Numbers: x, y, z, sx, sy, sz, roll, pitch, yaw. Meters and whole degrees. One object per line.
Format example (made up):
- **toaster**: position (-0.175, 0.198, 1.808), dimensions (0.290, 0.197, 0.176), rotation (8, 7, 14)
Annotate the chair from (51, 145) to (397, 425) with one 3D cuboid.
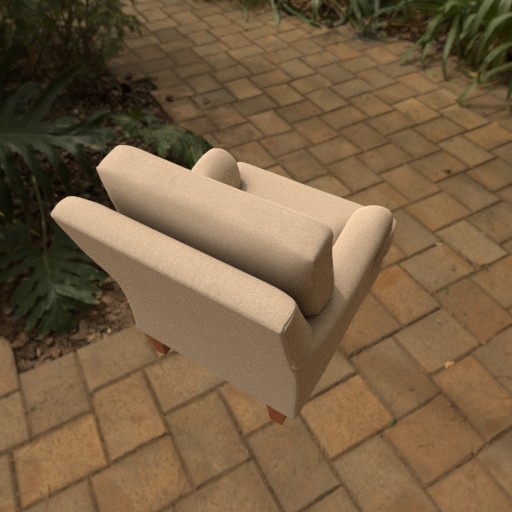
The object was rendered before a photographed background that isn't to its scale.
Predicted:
- **chair**: position (0.000, 0.000, 1.834), dimensions (0.895, 1.076, 1.078), rotation (24, 51, 21)
